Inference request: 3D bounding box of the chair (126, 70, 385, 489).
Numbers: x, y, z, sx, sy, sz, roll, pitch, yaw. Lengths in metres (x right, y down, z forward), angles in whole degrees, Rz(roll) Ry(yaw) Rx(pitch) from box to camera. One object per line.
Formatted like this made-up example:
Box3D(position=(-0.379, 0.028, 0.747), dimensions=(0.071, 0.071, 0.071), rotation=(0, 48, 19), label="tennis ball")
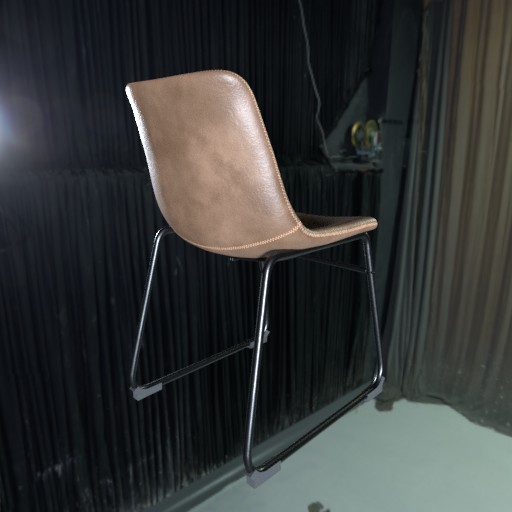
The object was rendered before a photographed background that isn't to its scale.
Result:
Box3D(position=(0.000, 0.000, 1.092), dimensions=(0.460, 0.780, 0.551), rotation=(14, 20, 43), label="chair")
